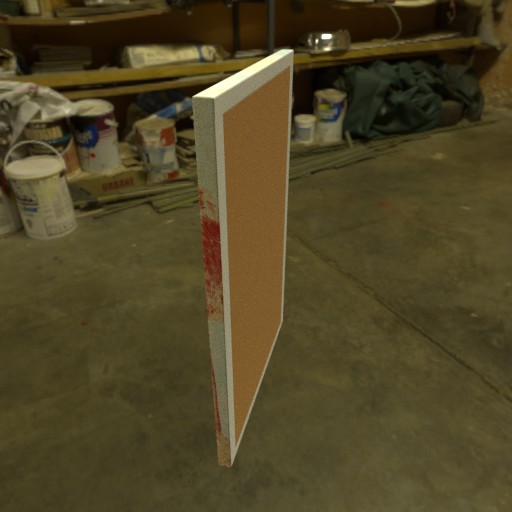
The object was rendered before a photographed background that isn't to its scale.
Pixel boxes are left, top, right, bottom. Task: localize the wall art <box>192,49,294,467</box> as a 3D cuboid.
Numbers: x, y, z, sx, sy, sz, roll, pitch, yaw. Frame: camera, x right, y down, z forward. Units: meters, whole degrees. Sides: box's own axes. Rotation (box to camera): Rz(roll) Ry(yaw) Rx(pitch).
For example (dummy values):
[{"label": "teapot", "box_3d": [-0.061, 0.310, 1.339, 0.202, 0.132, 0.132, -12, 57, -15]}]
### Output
[{"label": "wall art", "box_3d": [0.000, 0.000, 1.152, 0.037, 0.915, 0.605, 8, 32, 13]}]
